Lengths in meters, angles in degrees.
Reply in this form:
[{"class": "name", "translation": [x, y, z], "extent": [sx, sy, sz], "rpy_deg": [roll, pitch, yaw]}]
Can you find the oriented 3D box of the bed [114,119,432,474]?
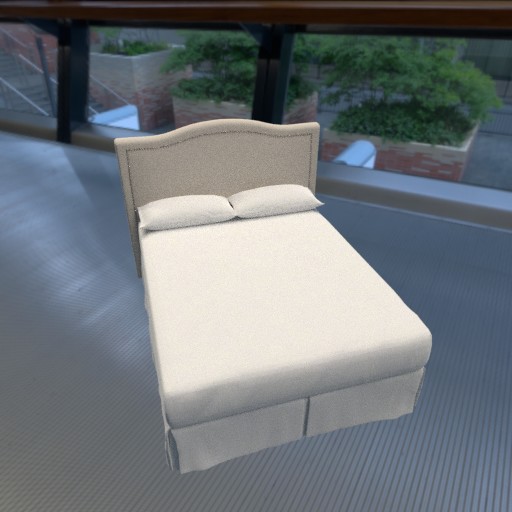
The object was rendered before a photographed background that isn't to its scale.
[{"class": "bed", "translation": [0.000, 0.000, 3.227], "extent": [1.753, 1.460, 2.143], "rpy_deg": [-9, 33, -14]}]
